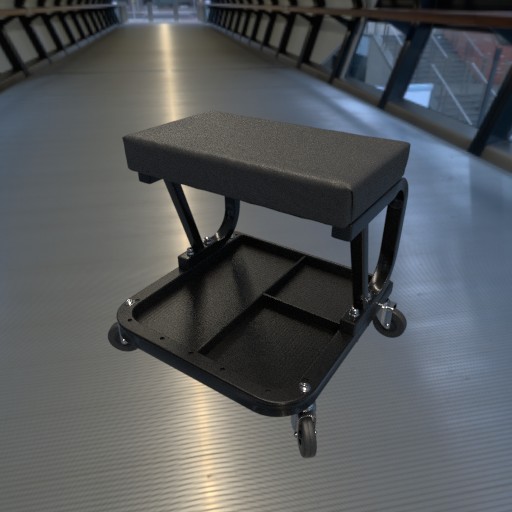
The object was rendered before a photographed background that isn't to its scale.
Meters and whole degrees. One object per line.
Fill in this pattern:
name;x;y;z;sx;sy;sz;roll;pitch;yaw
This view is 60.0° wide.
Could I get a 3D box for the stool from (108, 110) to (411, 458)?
stool;0.000;0.000;0.726;0.446;0.380;0.371;19;36;29
